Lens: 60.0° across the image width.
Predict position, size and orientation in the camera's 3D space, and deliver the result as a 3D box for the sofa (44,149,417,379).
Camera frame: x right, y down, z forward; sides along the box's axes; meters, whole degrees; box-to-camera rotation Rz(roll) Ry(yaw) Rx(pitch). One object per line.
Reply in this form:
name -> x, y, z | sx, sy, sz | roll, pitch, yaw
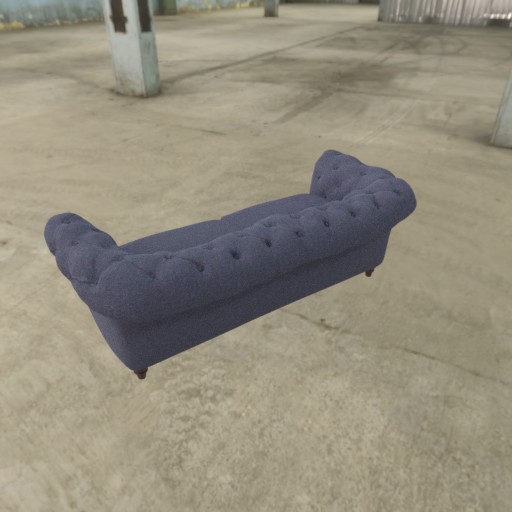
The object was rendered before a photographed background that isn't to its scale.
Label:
sofa -> 0.000, 0.000, 2.929 | 2.335, 0.836, 1.046 | -20, 36, -29
